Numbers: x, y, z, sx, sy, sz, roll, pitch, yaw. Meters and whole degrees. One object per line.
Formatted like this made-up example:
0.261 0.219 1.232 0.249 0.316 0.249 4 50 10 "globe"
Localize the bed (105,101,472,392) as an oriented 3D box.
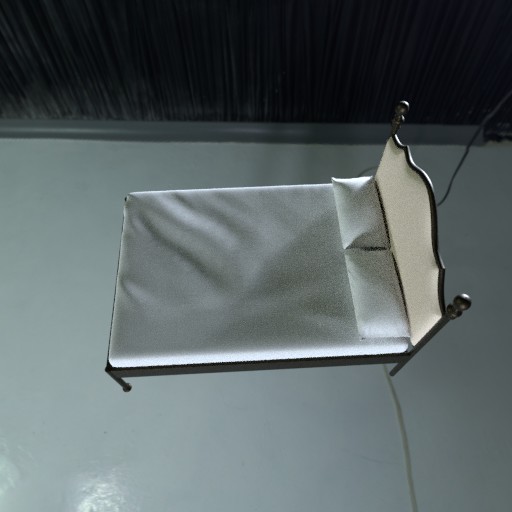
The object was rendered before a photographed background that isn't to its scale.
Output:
0.000 0.000 3.235 2.170 1.462 1.533 -3 60 -2 "bed"
